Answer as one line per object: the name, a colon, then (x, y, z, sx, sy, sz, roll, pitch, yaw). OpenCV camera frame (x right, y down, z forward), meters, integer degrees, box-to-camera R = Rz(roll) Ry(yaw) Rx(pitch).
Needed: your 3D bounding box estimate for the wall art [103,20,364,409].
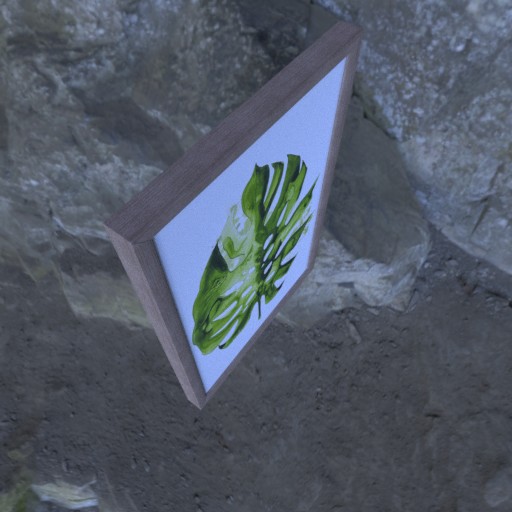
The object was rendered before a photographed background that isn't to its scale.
wall art: (0.000, 0.000, 0.629, 0.031, 0.509, 0.356, 32, 63, 19)
